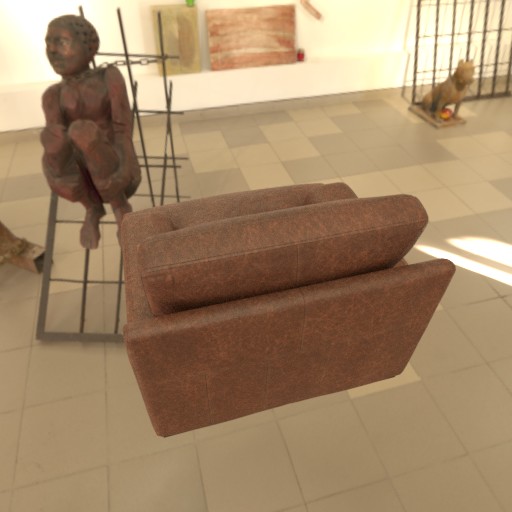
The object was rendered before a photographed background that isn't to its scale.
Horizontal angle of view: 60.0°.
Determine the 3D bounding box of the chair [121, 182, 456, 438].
[{"bbox_3d":[0.000,0.000,1.979,1.168,0.939,1.143,-11,42,-12],"label":"chair"}]
